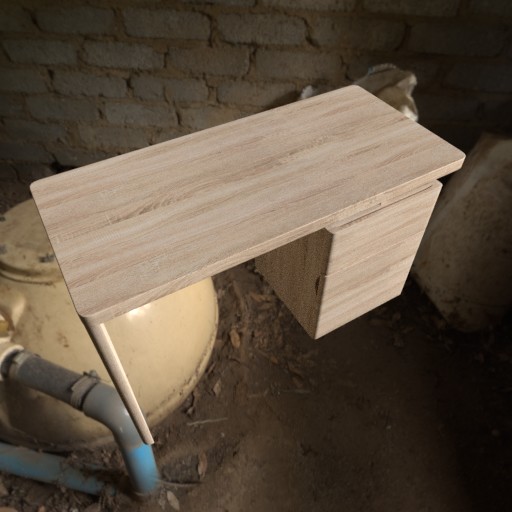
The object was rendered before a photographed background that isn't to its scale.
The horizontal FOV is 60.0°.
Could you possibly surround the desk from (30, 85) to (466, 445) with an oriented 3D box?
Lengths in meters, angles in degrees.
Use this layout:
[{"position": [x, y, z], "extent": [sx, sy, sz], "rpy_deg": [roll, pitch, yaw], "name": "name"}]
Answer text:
[{"position": [0.000, 0.000, 1.597], "extent": [1.200, 0.760, 0.550], "rpy_deg": [-23, 51, -20], "name": "desk"}]
